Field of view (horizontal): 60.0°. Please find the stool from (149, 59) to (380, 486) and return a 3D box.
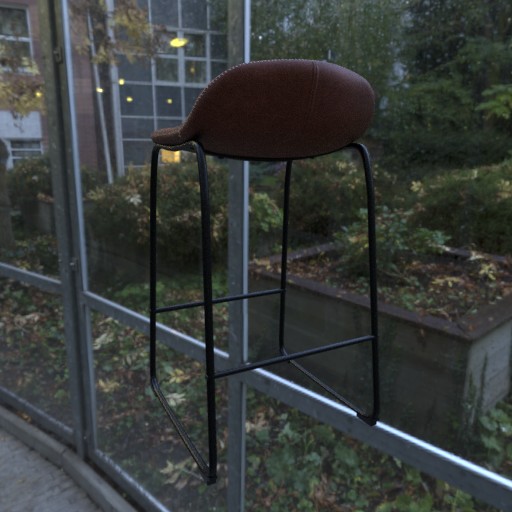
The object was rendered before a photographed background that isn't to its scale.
[{"bbox_3d":[0.000,0.000,1.103,0.454,0.830,0.473,-7,14,-27],"label":"stool"}]
